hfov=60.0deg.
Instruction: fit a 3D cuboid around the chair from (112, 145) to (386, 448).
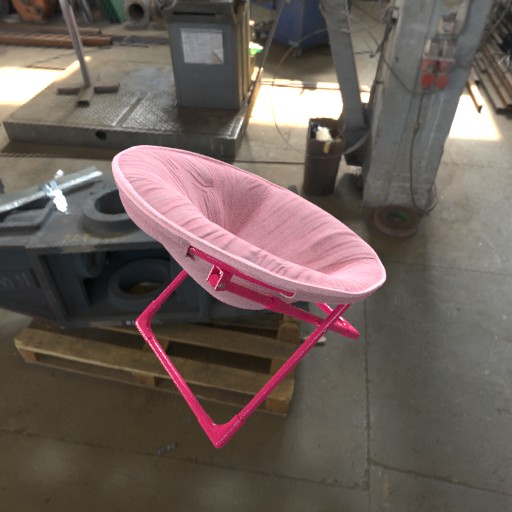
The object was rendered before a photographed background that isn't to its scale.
[{"bbox_3d":[0.000,0.000,0.892,0.459,0.494,0.522,-26,48,-26],"label":"chair"}]
